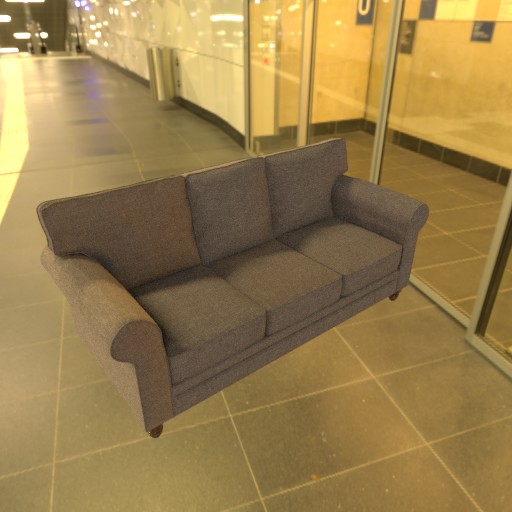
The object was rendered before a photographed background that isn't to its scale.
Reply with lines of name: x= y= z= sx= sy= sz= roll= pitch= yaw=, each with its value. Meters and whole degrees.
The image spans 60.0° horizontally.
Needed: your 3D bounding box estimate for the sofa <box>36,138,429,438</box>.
sofa: x=0.000 y=0.000 z=2.549 sx=2.084 sy=0.961 sz=0.916 roll=-21 pitch=35 yaw=-33
